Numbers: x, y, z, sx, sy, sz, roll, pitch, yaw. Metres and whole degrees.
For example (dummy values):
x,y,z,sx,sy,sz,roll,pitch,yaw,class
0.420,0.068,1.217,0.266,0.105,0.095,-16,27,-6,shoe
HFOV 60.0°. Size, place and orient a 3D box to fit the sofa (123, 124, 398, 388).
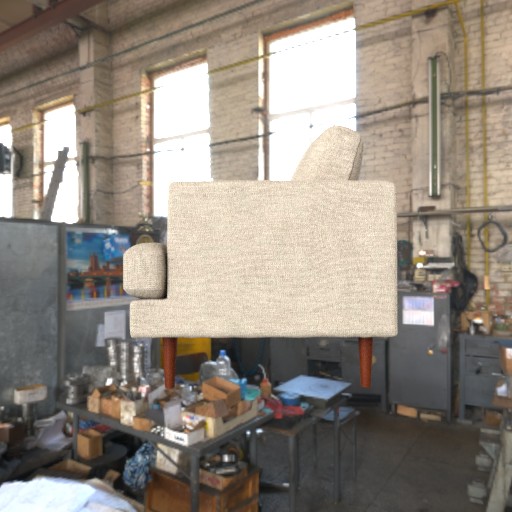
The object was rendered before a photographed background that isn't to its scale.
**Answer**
x,y,z,sx,sy,sz,roll,pitch,yaw,class
0.000,0.000,2.199,0.903,0.944,1.582,0,-1,-1,sofa
